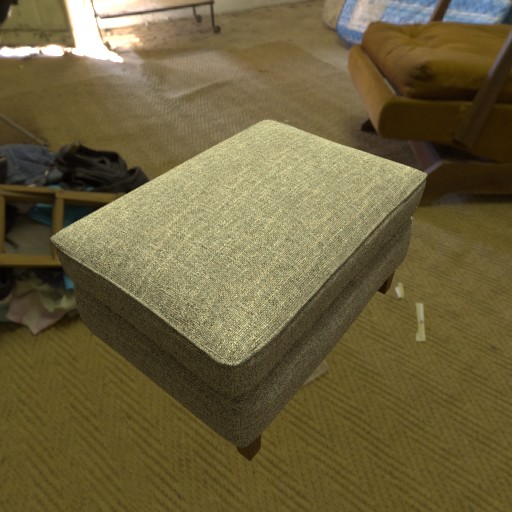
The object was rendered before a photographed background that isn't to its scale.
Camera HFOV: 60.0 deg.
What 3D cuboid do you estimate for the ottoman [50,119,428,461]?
[{"bbox_3d":[0.000,0.000,1.002,0.508,0.406,0.686,28,49,28],"label":"ottoman"}]
